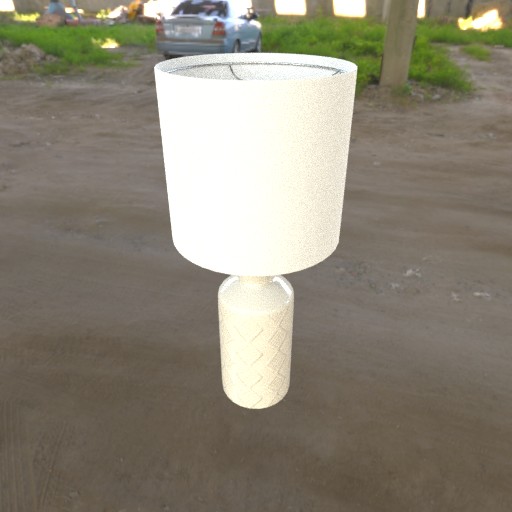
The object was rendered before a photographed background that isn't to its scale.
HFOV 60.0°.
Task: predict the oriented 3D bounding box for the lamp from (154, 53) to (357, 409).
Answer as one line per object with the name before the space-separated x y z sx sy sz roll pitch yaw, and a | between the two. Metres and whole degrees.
lamp | 0.000 0.000 0.576 0.207 0.461 0.207 -10 32 -17
